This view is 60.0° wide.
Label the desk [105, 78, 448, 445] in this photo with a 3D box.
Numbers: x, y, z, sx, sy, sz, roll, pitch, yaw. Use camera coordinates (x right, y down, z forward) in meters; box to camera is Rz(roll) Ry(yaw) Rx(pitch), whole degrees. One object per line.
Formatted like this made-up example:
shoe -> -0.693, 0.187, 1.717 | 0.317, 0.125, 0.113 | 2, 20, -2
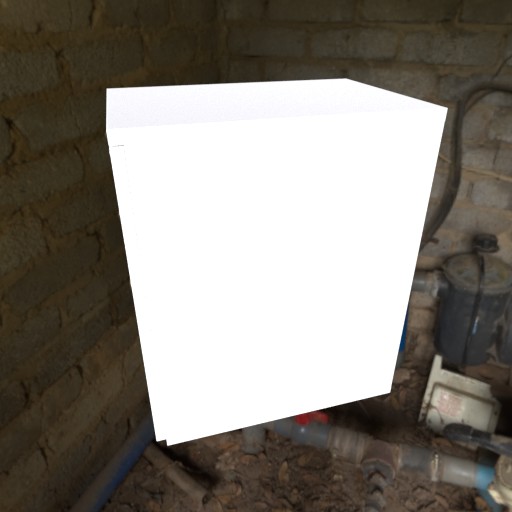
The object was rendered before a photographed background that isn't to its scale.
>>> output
desk -> 0.000, 0.000, 1.069 | 0.600, 0.730, 0.404 | -8, 30, -14
